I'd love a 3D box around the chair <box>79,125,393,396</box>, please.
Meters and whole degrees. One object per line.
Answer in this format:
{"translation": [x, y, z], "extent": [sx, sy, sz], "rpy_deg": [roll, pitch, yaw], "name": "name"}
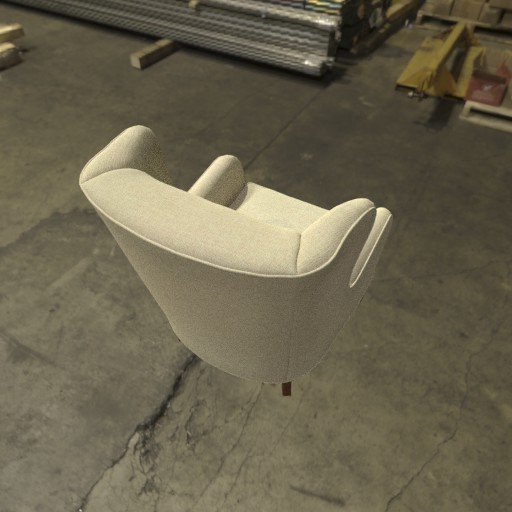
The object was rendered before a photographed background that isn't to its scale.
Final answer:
{"translation": [0.000, 0.000, 1.741], "extent": [0.838, 1.040, 0.966], "rpy_deg": [23, 51, 20], "name": "chair"}
